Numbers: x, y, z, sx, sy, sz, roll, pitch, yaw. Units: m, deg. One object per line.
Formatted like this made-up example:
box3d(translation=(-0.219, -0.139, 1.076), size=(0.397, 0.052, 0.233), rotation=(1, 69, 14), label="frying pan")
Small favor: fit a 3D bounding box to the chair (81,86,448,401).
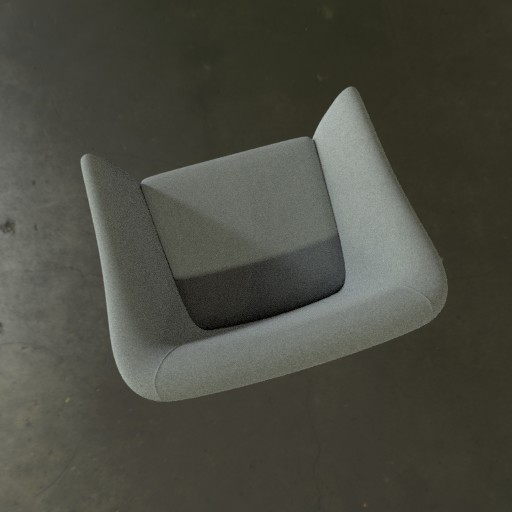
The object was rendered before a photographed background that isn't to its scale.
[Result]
box3d(translation=(0.000, 0.000, 1.330), size=(0.790, 0.720, 0.700), rotation=(-16, 75, -4), label="chair")
